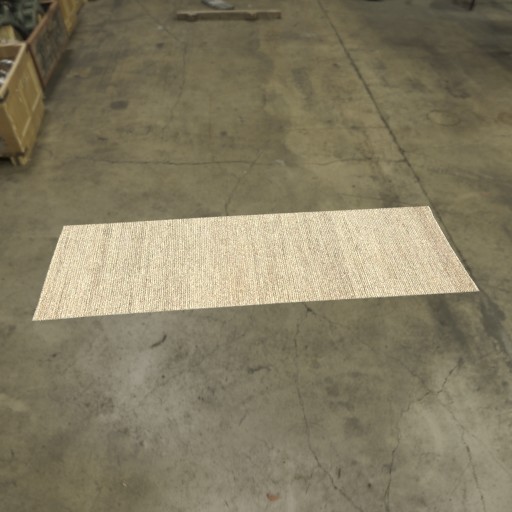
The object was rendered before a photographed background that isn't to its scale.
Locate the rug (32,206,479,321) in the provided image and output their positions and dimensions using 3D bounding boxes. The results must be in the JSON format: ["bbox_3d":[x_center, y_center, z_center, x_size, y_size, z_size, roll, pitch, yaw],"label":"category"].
[{"bbox_3d":[0.000,0.000,2.612,2.390,0.014,0.741,-3,45,-3],"label":"rug"}]
